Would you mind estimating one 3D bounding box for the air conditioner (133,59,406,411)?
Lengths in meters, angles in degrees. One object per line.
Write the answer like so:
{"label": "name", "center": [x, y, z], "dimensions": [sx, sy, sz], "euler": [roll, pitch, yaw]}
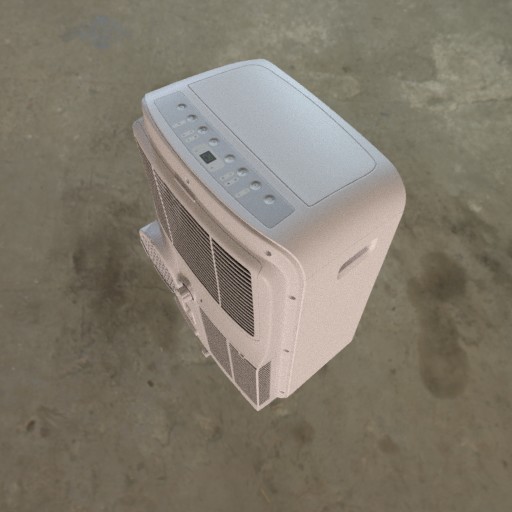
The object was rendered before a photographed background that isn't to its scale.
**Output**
{"label": "air conditioner", "center": [0.000, 0.000, 0.955], "dimensions": [0.365, 0.700, 0.454], "euler": [-32, 64, -18]}
